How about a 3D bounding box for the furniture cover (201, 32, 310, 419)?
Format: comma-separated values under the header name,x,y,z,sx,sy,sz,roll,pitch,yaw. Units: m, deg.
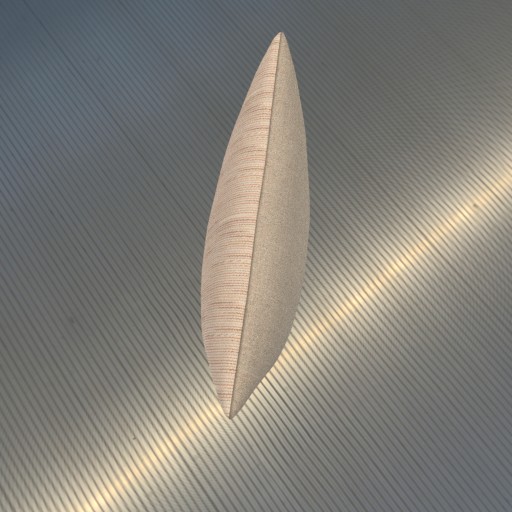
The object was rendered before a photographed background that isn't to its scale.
name,x,y,z,sx,sy,sz,roll,pitch,yaw
furniture cover,0.000,0.000,0.781,0.178,0.506,0.512,7,75,2
